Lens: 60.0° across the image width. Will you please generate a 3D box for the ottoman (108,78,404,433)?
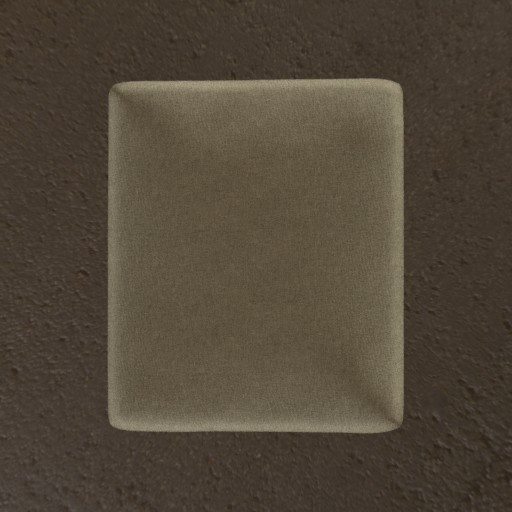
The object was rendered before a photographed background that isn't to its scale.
[{"bbox_3d":[0.000,0.000,1.196,0.693,0.474,0.821,0,90,1],"label":"ottoman"}]
